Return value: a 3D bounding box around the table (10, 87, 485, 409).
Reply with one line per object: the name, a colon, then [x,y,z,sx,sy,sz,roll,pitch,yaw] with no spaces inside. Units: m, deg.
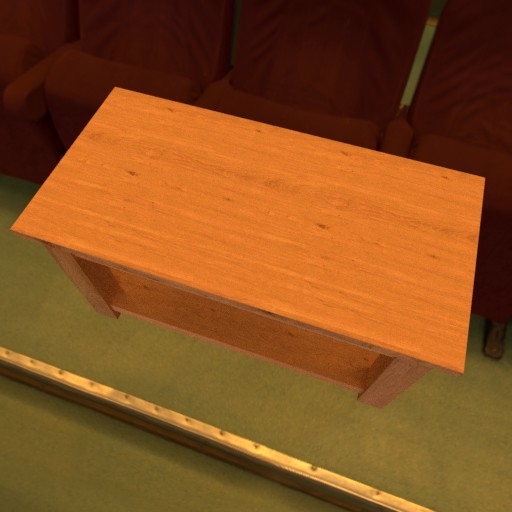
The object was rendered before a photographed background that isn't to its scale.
table: [0.000,0.000,1.126,0.899,0.452,0.450,17,62,9]
